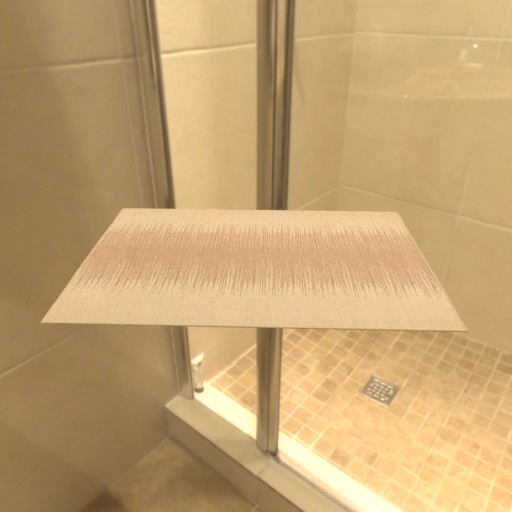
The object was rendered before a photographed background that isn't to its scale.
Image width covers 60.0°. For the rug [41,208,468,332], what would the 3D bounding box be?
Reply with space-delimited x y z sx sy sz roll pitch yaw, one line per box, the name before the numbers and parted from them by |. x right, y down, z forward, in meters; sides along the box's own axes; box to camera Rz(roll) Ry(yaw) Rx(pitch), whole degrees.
rug | 0.000 0.000 2.440 1.850 0.006 1.234 1 30 2
